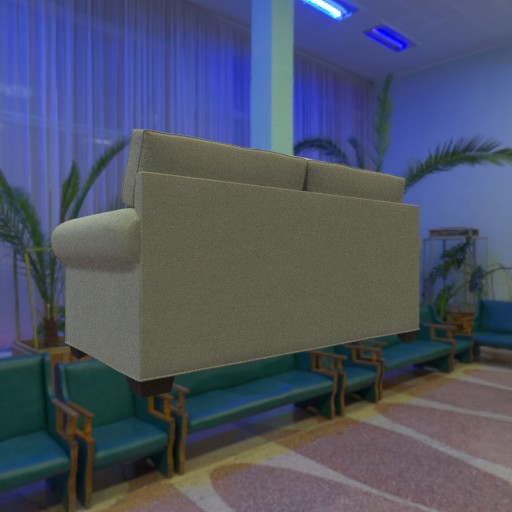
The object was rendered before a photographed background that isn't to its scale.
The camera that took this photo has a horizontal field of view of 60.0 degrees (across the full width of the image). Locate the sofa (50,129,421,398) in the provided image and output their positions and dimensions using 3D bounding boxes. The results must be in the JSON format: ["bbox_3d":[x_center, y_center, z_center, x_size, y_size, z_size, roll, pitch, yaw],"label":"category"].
[{"bbox_3d":[0.000,0.000,2.265,1.774,0.933,0.861,0,0,-38],"label":"sofa"}]
